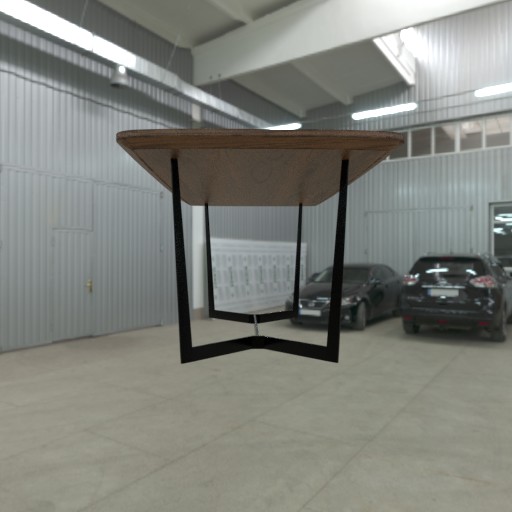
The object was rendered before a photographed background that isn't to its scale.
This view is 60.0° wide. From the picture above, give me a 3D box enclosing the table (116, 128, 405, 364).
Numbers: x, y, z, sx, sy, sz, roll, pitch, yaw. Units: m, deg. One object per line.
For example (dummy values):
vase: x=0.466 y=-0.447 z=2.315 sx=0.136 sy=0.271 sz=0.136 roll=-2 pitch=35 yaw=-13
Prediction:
table: x=0.000 y=0.000 z=2.165 sx=0.949 sy=0.765 sz=1.643 roll=0 pitch=0 yaw=-1
